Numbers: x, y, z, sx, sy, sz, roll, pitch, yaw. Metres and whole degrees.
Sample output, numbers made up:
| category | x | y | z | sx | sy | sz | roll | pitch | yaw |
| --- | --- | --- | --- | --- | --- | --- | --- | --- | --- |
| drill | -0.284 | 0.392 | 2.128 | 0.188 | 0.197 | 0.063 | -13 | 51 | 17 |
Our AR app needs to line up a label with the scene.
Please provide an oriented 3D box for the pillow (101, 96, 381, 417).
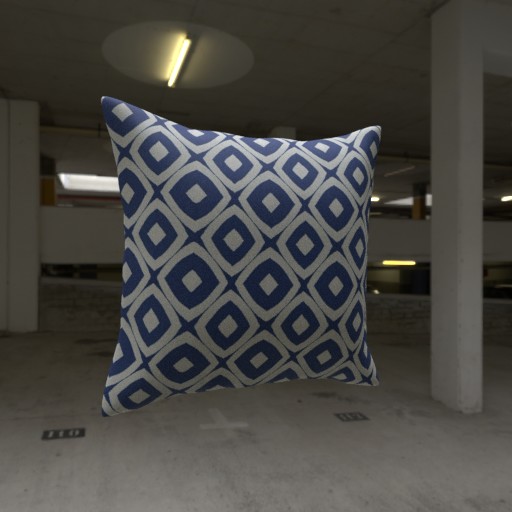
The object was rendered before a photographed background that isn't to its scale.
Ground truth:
| category | x | y | z | sx | sy | sz | roll | pitch | yaw |
| --- | --- | --- | --- | --- | --- | --- | --- | --- | --- |
| pillow | 0.000 | 0.000 | 0.764 | 0.504 | 0.494 | 0.188 | 0 | 0 | -19 |
